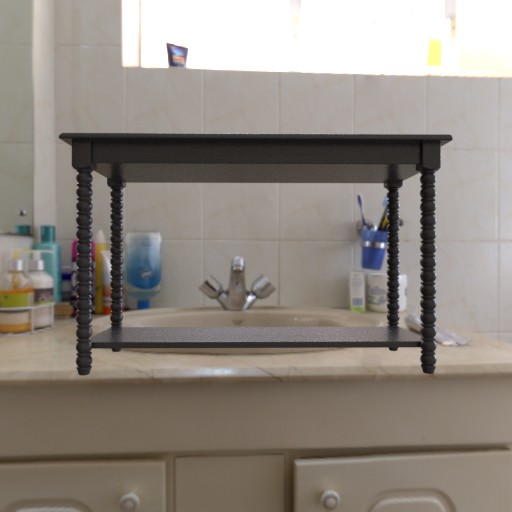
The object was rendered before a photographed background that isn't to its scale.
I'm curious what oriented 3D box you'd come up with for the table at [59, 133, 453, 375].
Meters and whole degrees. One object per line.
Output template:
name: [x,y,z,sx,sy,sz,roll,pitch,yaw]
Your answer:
table: [0.000,0.000,1.548,1.184,0.735,0.459,0,0,-1]
